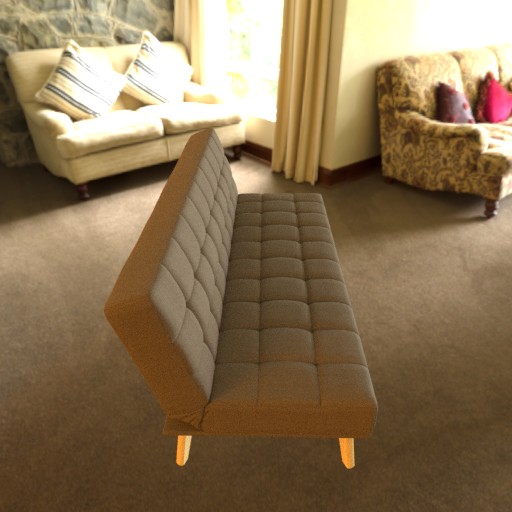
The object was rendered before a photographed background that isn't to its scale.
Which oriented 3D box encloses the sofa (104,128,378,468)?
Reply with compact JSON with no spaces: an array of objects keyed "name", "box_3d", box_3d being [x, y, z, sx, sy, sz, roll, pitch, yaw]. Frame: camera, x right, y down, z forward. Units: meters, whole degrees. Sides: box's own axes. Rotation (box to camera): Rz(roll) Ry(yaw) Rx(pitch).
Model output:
[{"name":"sofa","box_3d":[0.000,0.000,2.216,0.860,0.810,1.800,1,31,1]}]
